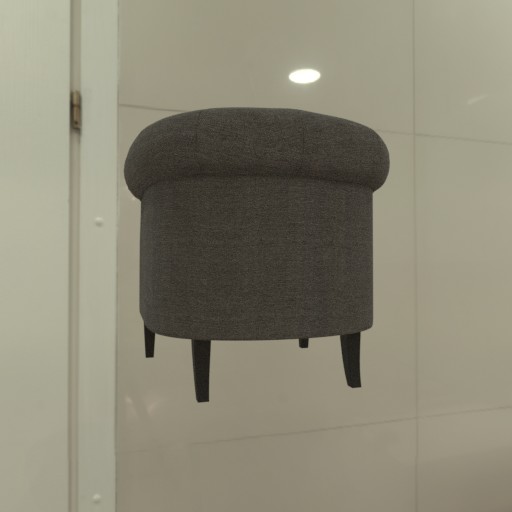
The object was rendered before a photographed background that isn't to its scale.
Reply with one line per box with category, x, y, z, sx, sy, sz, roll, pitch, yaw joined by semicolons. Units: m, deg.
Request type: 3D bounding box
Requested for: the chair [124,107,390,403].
chair;0.000;0.000;1.583;0.905;0.827;0.852;0;-1;-17
